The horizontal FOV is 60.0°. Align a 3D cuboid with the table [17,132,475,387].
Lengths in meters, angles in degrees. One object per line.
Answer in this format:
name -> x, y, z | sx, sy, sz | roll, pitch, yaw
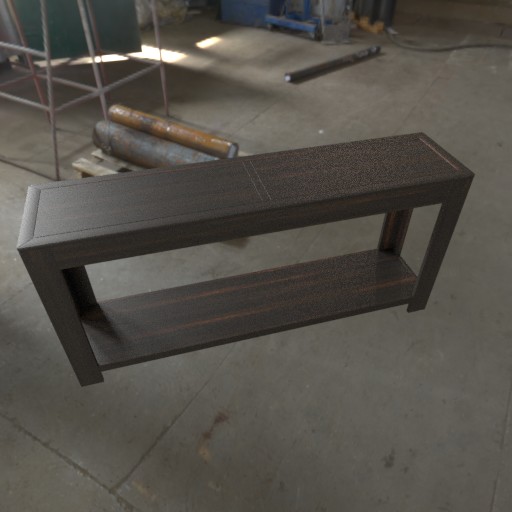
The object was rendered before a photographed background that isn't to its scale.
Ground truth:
table -> 0.000, 0.000, 1.909 | 1.631, 0.762, 0.384 | -10, 42, -12
